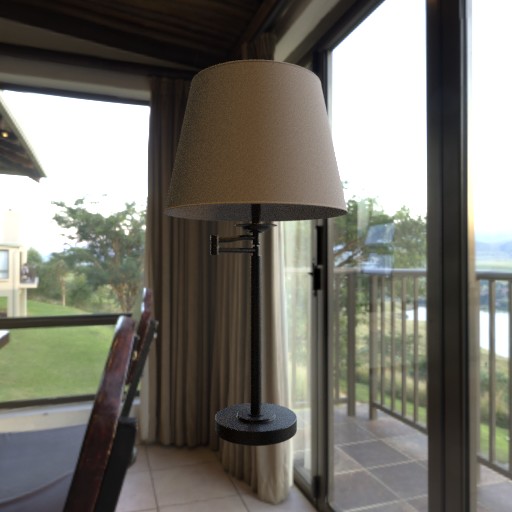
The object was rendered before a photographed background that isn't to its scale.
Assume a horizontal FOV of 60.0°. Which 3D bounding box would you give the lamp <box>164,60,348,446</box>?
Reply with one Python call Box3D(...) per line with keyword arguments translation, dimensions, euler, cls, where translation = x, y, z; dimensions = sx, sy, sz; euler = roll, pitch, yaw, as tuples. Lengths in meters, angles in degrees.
Box3D(translation=(0.000, 0.000, 0.892), dimensions=(0.363, 0.696, 0.363), euler=(0, 0, 0), cls="lamp")
